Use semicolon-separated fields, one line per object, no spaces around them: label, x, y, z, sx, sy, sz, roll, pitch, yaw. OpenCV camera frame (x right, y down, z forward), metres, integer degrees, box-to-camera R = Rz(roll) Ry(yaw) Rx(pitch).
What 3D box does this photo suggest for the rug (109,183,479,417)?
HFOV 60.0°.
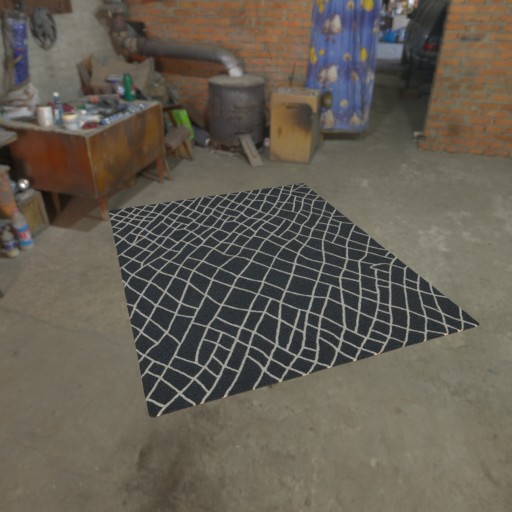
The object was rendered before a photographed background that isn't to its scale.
rug;0.000;0.000;4.152;2.439;0.022;3.047;-11;32;-17
